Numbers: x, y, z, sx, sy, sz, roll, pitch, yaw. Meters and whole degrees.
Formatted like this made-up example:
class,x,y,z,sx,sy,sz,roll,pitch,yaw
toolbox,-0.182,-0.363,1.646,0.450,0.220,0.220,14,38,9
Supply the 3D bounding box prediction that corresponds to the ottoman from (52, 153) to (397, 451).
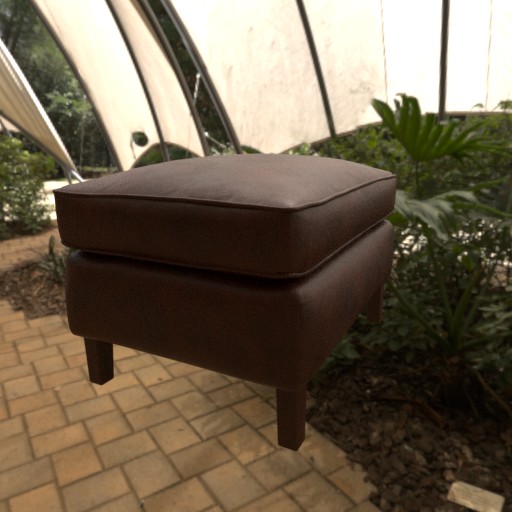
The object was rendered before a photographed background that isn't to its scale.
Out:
class,x,y,z,sx,sy,sz,roll,pitch,yaw
ottoman,0.000,0.000,0.966,0.501,0.432,0.665,7,16,27
